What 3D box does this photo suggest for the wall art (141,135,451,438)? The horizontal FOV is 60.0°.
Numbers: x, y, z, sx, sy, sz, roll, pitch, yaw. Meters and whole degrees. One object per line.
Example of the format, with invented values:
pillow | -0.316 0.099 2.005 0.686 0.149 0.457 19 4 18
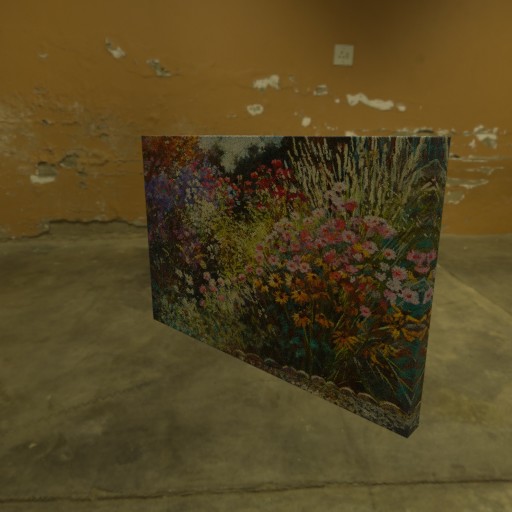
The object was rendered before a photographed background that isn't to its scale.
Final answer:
wall art | 0.000 0.000 0.777 0.610 0.406 0.037 14 21 41
